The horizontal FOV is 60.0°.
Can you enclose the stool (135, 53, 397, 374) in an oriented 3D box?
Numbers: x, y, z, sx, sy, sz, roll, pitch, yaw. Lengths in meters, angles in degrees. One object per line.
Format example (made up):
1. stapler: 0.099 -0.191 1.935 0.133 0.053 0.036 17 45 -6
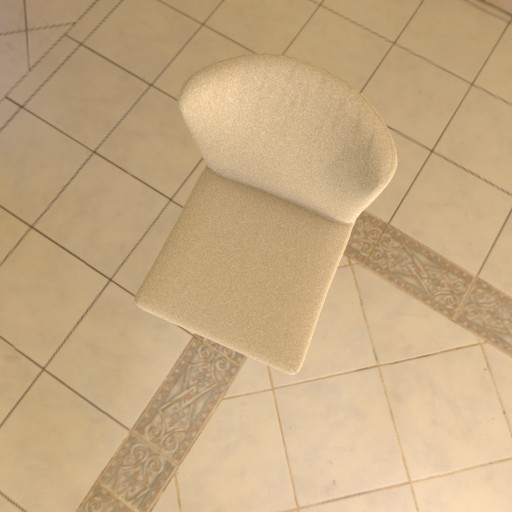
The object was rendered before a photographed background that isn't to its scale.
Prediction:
1. stool: 0.000 0.000 1.334 0.479 1.069 0.568 23 75 6
